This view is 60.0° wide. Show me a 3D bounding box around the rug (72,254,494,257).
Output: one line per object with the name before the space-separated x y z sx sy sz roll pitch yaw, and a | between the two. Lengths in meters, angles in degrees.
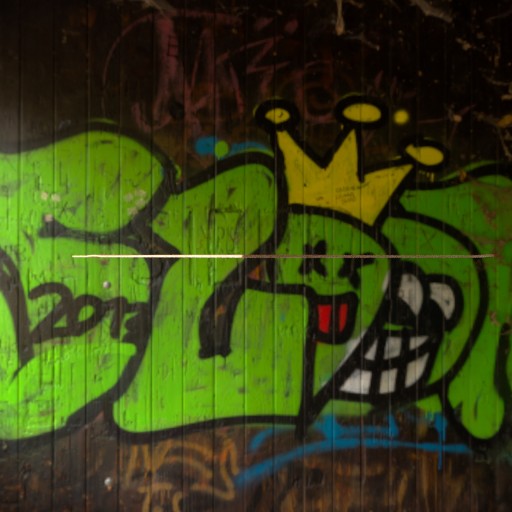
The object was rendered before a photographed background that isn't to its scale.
rug | 0.000 0.000 4.013 2.431 0.021 3.057 0 0 -36
